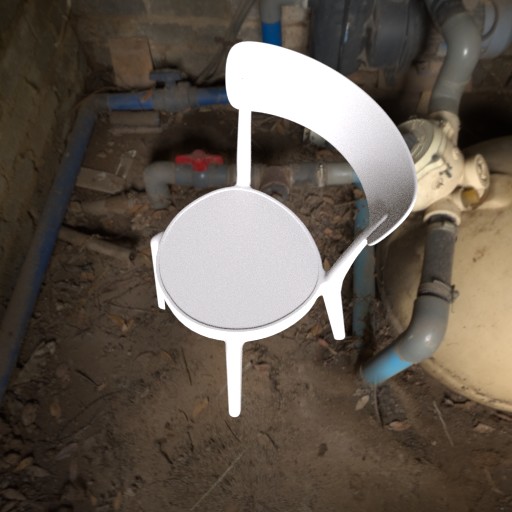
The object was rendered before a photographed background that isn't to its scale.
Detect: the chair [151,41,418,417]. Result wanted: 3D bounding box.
[{"bbox_3d":[0.000,0.000,1.106,0.491,0.790,0.506,-32,66,-16],"label":"chair"}]
